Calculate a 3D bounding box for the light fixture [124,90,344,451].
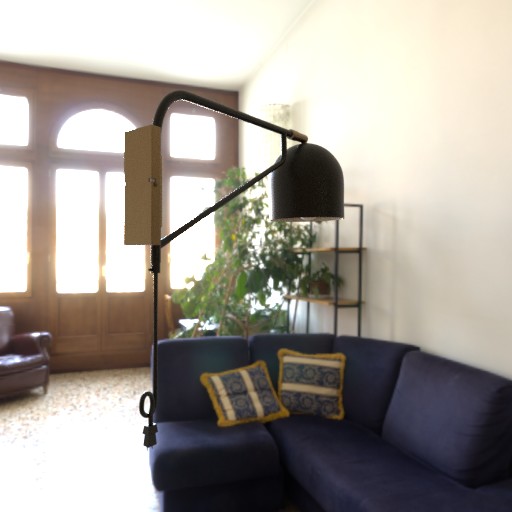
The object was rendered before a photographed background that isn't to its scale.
[{"bbox_3d":[0.000,0.000,1.065,0.215,0.696,0.720,0,-1,35],"label":"light fixture"}]
